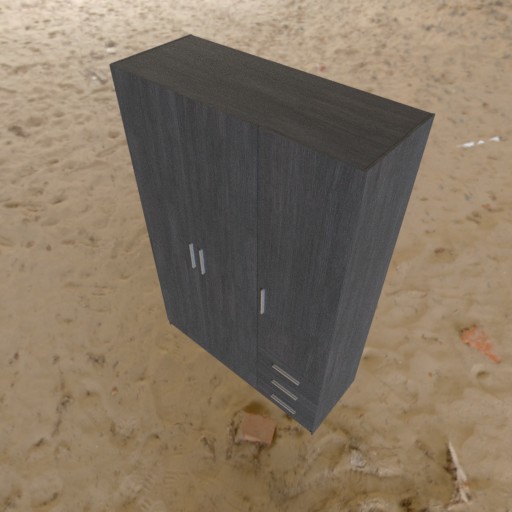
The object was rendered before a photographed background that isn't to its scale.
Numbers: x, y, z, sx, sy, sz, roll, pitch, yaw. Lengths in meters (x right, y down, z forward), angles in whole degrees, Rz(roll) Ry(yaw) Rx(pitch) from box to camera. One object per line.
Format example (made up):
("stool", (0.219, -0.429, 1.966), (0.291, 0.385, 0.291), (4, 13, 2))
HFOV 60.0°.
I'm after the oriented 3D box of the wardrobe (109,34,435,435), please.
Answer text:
("wardrobe", (0.000, 0.000, 2.453), (1.290, 1.910, 0.510), (31, 53, 27))
